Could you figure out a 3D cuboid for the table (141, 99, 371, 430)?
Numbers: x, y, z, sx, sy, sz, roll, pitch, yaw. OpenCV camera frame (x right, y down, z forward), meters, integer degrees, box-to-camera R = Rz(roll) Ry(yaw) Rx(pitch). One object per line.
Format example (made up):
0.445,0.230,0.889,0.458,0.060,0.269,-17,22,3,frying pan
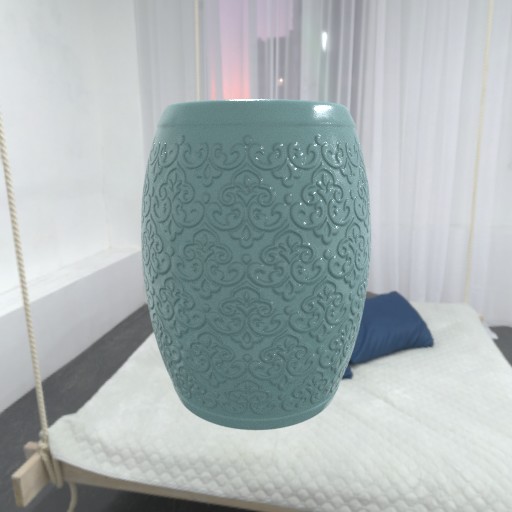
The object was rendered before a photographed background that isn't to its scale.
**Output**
0.000,0.000,0.620,0.309,0.397,0.309,0,14,0,table
